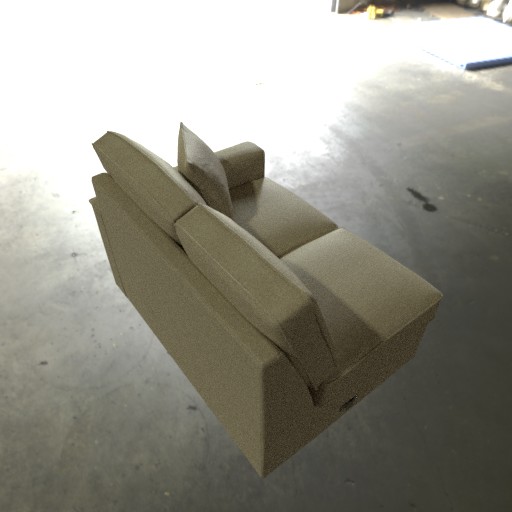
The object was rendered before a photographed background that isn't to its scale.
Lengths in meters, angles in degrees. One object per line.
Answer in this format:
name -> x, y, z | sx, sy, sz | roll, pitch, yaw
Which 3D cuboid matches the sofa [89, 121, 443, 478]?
sofa -> 0.000, 0.000, 2.042 | 0.991, 0.989, 1.388 | -27, 49, -27
